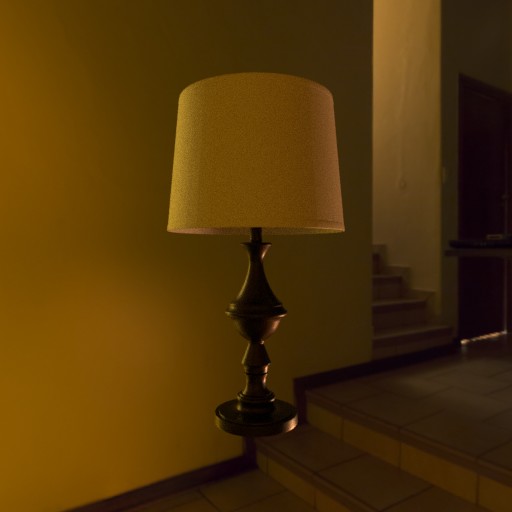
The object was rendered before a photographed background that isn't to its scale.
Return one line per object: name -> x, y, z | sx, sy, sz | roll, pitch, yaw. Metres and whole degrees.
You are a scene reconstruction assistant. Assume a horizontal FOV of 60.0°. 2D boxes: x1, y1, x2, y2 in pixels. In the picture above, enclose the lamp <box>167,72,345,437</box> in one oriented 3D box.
lamp -> 0.000, 0.000, 0.977 | 0.383, 0.726, 0.383 | 0, 1, 0
